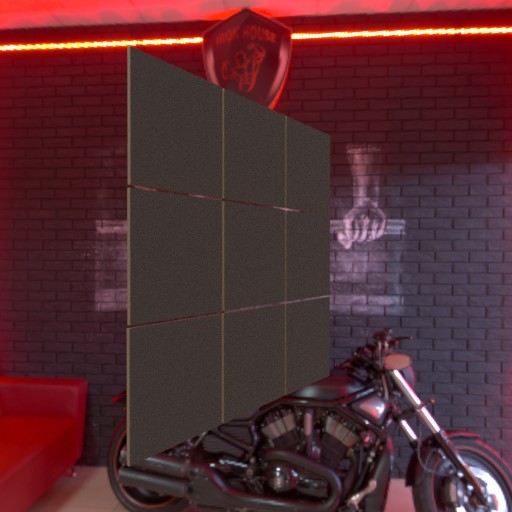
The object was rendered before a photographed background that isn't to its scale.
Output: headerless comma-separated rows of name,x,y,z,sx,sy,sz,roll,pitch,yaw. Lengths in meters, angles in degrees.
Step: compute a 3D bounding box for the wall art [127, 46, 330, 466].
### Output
wall art,0.000,0.000,2.212,0.017,1.521,1.527,0,0,37
